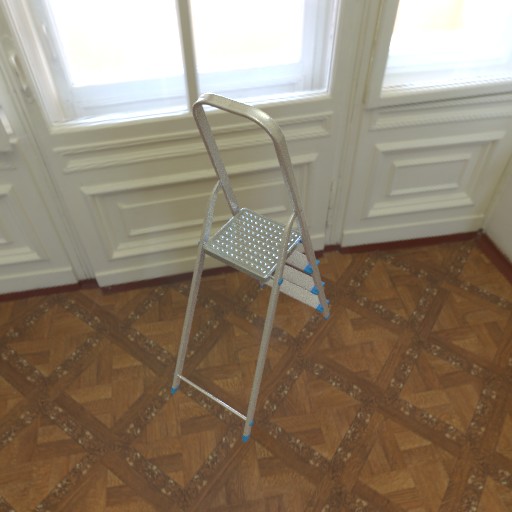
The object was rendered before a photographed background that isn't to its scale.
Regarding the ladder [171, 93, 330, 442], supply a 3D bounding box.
[{"bbox_3d":[0.000,0.000,1.796,0.445,1.434,0.842,25,51,22],"label":"ladder"}]
